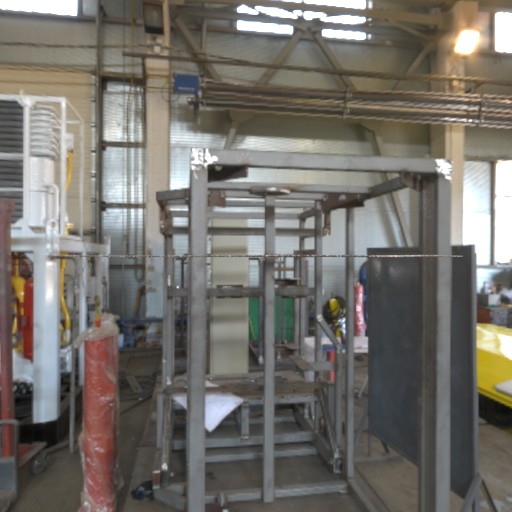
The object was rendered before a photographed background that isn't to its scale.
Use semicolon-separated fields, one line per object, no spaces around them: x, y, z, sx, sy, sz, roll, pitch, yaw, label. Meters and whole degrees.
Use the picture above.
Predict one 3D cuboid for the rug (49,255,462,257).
0.000;0.000;5.362;4.093;0.020;2.997;0;0;36;rug
